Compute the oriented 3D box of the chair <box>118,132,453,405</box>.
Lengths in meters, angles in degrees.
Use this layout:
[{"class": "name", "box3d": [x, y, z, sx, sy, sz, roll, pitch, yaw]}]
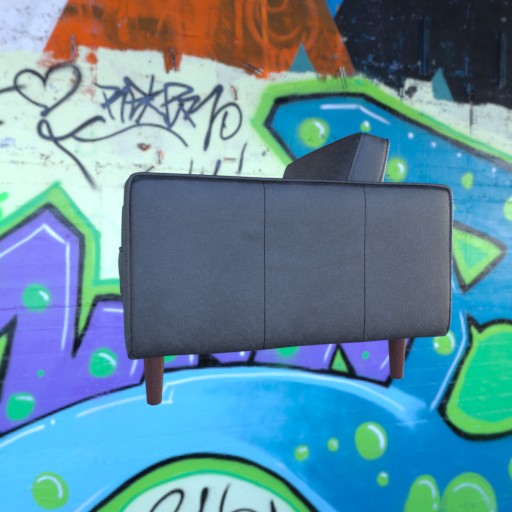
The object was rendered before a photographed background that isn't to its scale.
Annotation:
[{"class": "chair", "box3d": [0.000, 0.000, 1.540, 0.914, 0.763, 0.889, -1, 2, -17]}]
